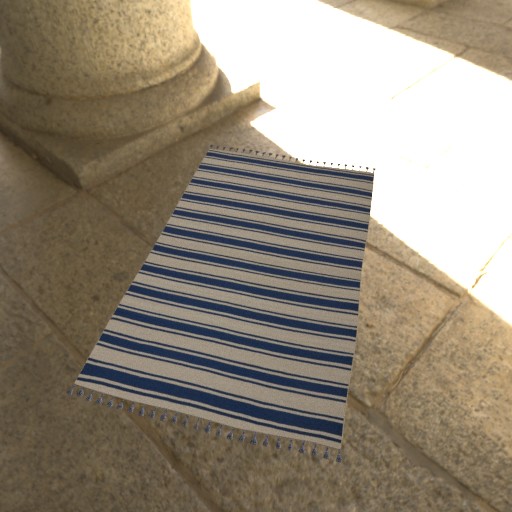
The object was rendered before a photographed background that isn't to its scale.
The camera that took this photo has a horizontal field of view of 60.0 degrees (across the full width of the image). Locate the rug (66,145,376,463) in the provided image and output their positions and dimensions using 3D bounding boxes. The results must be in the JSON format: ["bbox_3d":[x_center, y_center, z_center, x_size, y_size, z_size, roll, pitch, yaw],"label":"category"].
[{"bbox_3d":[0.000,0.000,2.590,1.248,0.009,2.108,11,48,10],"label":"rug"}]
